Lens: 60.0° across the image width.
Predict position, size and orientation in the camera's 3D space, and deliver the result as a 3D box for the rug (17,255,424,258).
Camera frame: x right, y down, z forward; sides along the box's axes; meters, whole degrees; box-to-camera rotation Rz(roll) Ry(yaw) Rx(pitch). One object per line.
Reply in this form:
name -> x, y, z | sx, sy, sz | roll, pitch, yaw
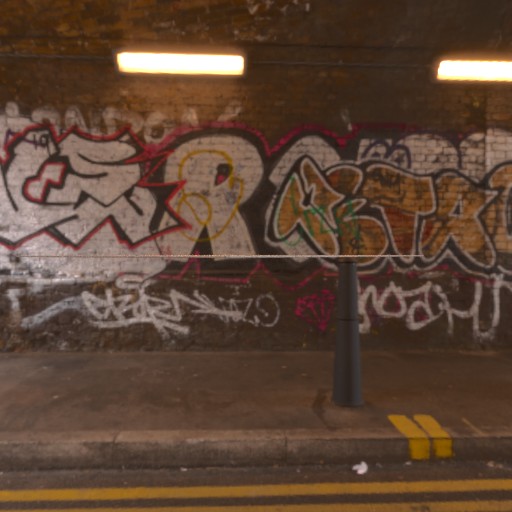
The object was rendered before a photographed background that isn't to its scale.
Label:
rug -> 0.000, 0.000, 2.990 | 1.512, 0.009, 2.457 | 0, 0, 36
